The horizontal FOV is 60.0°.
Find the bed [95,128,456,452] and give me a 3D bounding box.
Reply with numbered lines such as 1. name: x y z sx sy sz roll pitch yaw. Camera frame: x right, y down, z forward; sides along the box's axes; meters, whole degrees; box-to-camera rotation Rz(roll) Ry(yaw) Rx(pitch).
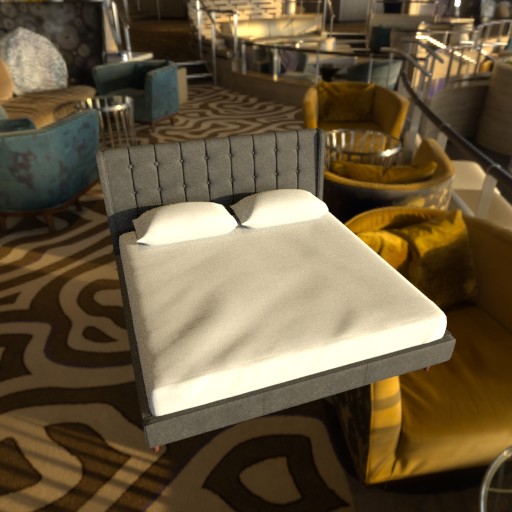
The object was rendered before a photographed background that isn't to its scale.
1. bed: 0.000 0.000 2.533 1.531 0.933 1.638 -10 33 -17
